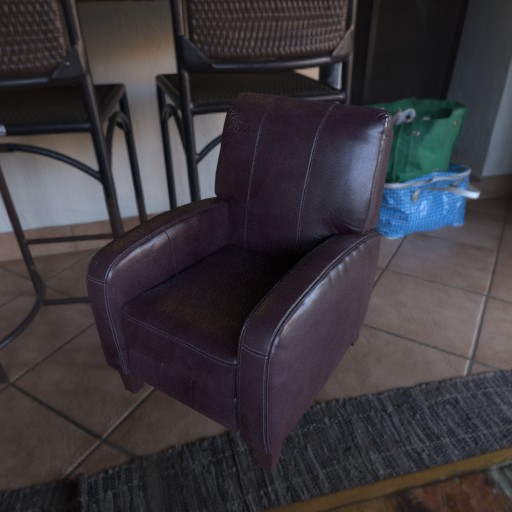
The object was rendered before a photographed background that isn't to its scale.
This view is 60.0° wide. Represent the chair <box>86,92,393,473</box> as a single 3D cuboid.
[{"bbox_3d":[0.000,0.000,1.634,0.762,0.990,0.990,18,35,27],"label":"chair"}]
